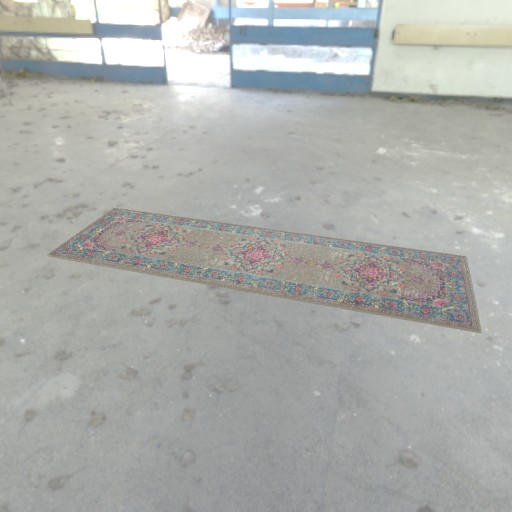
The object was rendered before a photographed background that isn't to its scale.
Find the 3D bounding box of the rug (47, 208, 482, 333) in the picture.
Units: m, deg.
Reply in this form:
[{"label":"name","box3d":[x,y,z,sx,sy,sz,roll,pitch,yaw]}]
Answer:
[{"label":"rug","box3d":[0.000,0.000,2.011,1.827,0.012,0.553,9,31,15]}]
